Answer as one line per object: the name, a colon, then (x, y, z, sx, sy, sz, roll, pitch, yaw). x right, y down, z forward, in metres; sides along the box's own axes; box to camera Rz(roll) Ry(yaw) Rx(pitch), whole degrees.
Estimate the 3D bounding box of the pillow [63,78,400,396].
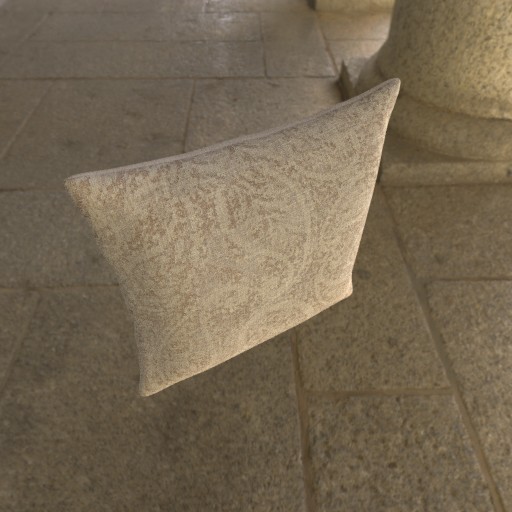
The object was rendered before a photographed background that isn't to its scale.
pillow: (0.000, 0.000, 0.774, 0.523, 0.510, 0.166, -23, 50, -21)
